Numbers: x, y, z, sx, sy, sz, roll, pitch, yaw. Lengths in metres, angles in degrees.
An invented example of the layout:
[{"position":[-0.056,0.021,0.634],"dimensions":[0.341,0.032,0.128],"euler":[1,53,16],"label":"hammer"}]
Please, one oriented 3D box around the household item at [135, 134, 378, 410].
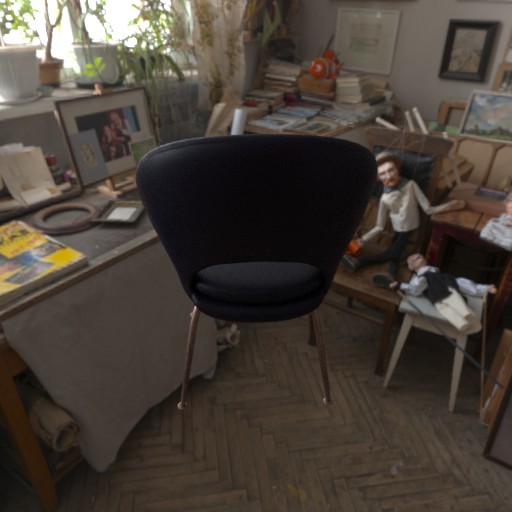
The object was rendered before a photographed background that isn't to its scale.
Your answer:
[{"position":[0.000,0.000,1.297],"dimensions":[0.623,0.852,0.573],"euler":[-1,30,-2],"label":"household item"}]
